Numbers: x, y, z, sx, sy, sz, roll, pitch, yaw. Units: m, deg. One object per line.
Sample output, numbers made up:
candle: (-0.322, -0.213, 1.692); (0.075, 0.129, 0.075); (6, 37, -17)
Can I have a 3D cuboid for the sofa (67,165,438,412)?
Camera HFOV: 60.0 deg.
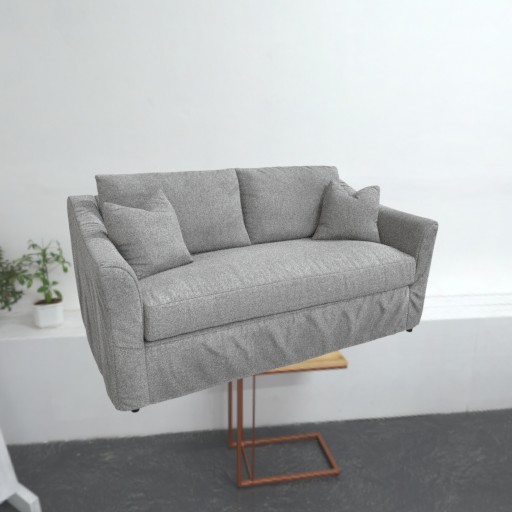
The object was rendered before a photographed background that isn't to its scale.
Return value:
sofa: (0.000, 0.000, 2.724); (2.010, 1.018, 1.072); (-9, 19, -27)
